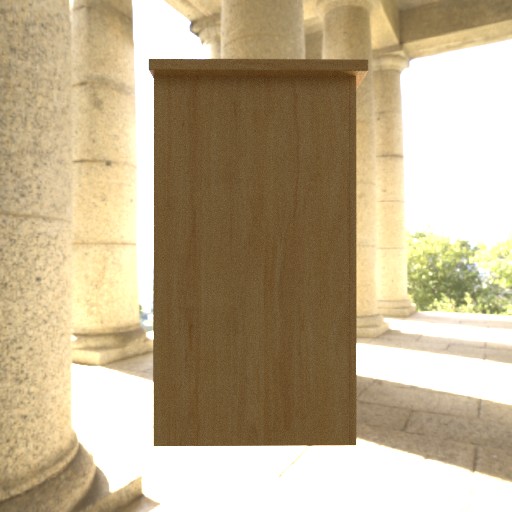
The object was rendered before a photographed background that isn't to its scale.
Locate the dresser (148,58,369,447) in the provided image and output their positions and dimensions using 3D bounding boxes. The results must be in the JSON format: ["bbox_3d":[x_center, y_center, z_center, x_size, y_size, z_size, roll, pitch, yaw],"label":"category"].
[{"bbox_3d":[0.000,0.000,1.221,0.410,0.730,0.800,0,0,-1],"label":"dresser"}]
